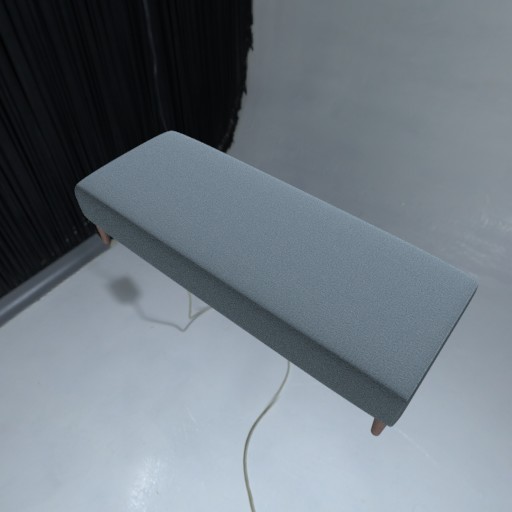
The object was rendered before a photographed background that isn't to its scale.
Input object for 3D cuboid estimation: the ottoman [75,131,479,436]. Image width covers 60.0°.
[{"bbox_3d":[0.000,0.000,1.897,1.609,0.393,0.646,31,54,25],"label":"ottoman"}]
